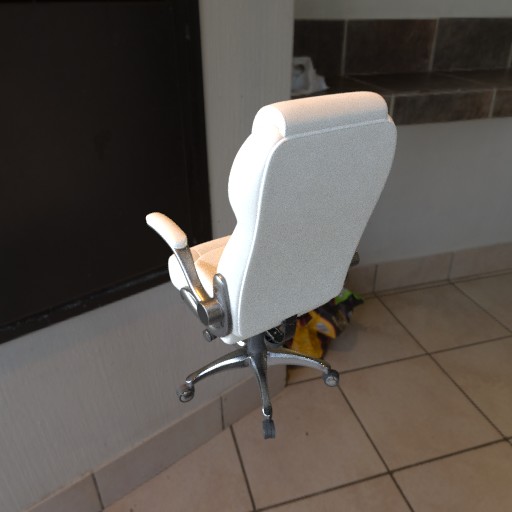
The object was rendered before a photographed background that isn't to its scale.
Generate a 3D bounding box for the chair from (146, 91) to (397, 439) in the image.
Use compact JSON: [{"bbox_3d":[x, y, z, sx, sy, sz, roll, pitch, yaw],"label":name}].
[{"bbox_3d":[0.000,0.000,1.805,0.755,1.330,0.806,-19,34,-30],"label":"chair"}]
